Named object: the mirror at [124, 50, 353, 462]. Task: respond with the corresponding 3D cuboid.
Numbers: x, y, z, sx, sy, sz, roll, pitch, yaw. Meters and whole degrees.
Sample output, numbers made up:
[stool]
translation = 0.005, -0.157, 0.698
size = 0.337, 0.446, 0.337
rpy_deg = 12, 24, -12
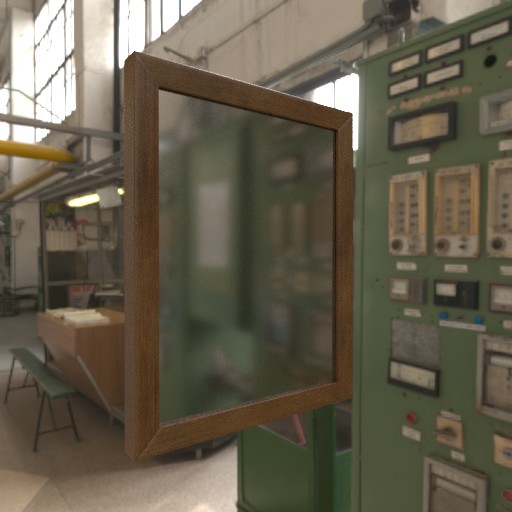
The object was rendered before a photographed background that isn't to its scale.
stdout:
[mirror]
translation = 0.000, 0.000, 0.684
size = 0.405, 0.508, 0.041
rpy_deg = 0, 1, -37
